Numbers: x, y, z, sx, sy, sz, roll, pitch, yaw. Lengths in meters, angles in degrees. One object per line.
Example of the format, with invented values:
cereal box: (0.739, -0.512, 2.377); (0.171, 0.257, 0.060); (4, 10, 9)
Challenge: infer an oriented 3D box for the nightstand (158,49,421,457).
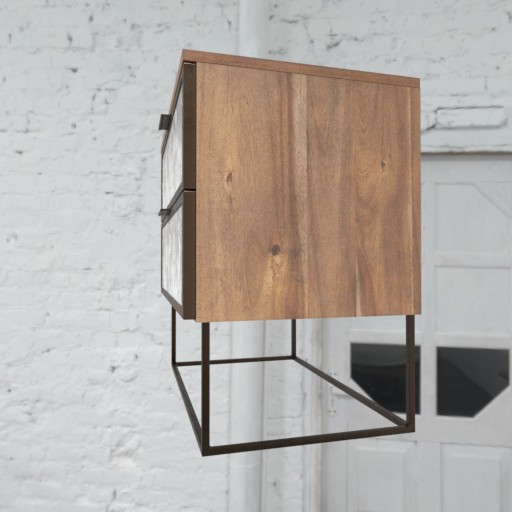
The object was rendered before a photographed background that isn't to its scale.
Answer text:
nightstand: (0.000, 0.000, 1.000); (0.427, 0.611, 0.605); (0, -1, -15)
